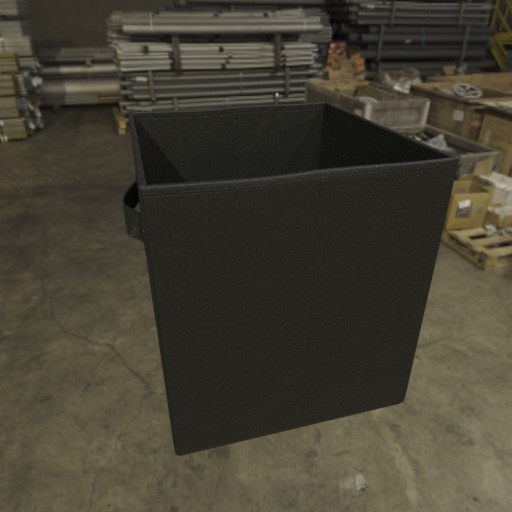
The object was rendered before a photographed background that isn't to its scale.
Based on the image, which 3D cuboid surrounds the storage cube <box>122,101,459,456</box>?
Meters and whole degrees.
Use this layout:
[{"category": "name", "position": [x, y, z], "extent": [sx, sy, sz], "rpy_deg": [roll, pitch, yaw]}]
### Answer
[{"category": "storage cube", "position": [0.000, 0.000, 0.502], "extent": [0.270, 0.280, 0.270], "rpy_deg": [-8, 30, -14]}]
